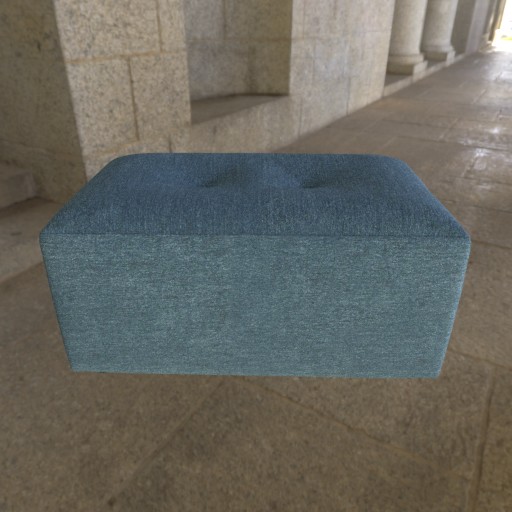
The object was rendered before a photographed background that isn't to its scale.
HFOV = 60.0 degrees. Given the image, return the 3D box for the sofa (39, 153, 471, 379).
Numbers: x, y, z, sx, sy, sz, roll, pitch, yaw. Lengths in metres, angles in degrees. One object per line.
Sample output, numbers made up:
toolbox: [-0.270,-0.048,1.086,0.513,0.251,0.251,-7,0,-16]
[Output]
sofa: [0.000,0.000,1.204,0.930,0.470,0.480,1,29,1]
